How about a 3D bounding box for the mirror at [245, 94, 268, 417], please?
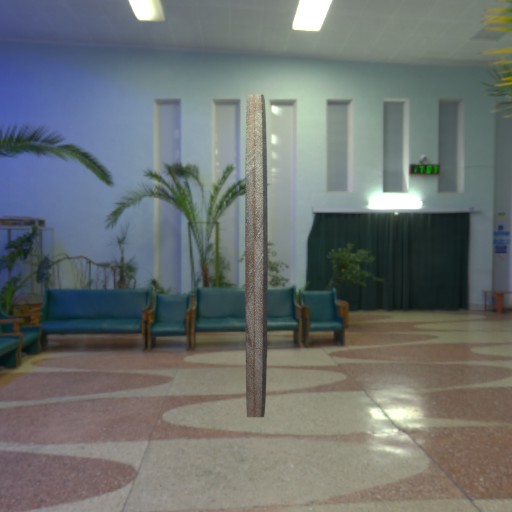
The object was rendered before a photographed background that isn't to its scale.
[{"bbox_3d":[0.000,0.000,1.039,0.038,0.710,0.710,0,1,0],"label":"mirror"}]
